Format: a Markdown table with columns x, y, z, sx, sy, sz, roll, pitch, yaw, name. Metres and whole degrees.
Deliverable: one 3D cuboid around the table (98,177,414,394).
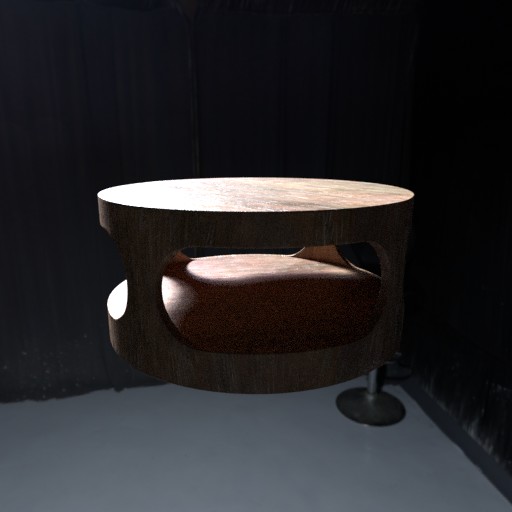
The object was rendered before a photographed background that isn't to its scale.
| x | y | z | sx | sy | sz | roll | pitch | yaw | name |
| --- | --- | --- | --- | --- | --- | --- | --- | --- | --- |
| 0.000 | 0.000 | 1.498 | 0.974 | 0.450 | 0.974 | 0 | 14 | 0 | table |
